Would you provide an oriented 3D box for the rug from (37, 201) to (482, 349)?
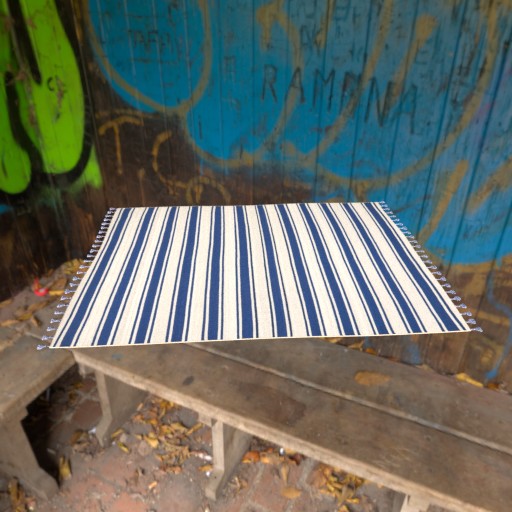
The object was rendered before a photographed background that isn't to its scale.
[{"bbox_3d":[0.000,0.000,4.398,3.416,0.016,2.471,-2,31,-3],"label":"rug"}]
